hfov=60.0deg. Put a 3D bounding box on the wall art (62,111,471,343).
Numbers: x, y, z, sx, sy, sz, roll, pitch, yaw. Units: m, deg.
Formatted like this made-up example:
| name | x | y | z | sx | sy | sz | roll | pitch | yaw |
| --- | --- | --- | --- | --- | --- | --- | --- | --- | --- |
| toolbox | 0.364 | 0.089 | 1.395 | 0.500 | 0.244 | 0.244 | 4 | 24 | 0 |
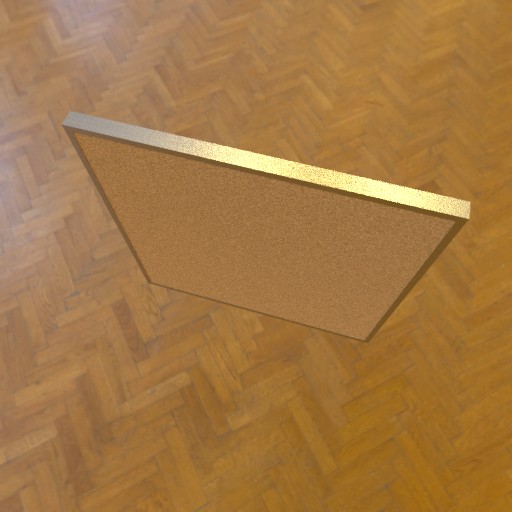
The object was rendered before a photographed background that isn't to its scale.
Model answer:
| name | x | y | z | sx | sy | sz | roll | pitch | yaw |
| --- | --- | --- | --- | --- | --- | --- | --- | --- | --- |
| wall art | 0.000 | 0.000 | 1.213 | 0.806 | 0.806 | 0.038 | 14 | 64 | 7 |
